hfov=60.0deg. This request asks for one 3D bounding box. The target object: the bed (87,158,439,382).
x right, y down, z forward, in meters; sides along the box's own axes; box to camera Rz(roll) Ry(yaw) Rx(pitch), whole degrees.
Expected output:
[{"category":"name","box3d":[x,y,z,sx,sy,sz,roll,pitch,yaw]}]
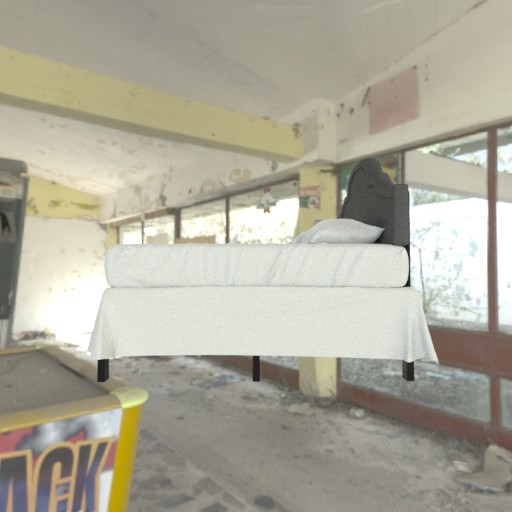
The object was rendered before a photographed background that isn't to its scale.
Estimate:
[{"category":"bed","box3d":[0.000,0.000,3.782,2.222,1.631,2.303,0,-2,-1]}]
